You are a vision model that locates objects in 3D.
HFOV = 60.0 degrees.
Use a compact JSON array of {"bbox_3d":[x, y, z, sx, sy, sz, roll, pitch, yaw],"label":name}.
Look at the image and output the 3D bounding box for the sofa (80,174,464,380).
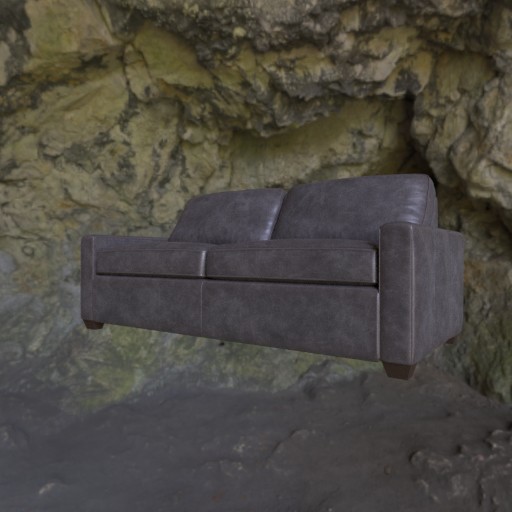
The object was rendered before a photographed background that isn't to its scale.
[{"bbox_3d":[0.000,0.000,2.570,2.081,0.916,0.939,0,0,35],"label":"sofa"}]
